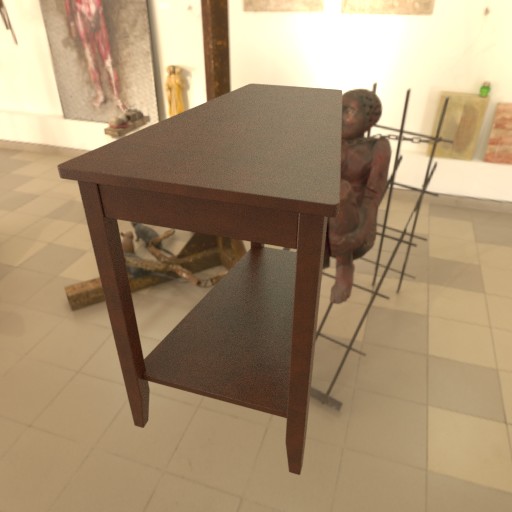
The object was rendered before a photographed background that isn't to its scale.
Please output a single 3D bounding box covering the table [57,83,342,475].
[{"bbox_3d":[0.000,0.000,0.972,0.399,0.589,0.605,10,34,15],"label":"table"}]
